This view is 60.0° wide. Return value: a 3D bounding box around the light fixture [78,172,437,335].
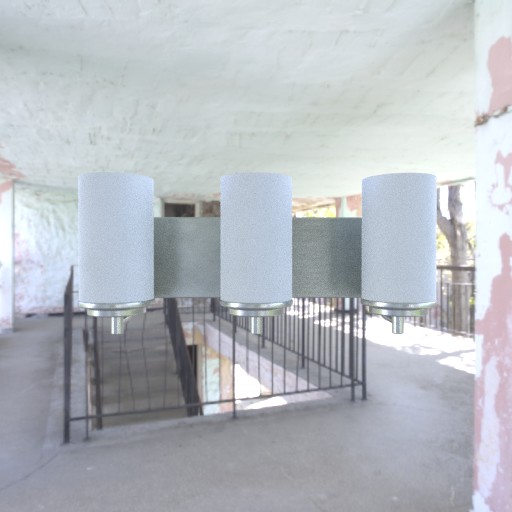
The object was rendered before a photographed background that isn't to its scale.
[{"bbox_3d":[0.000,0.000,0.524,0.451,0.172,0.145,0,1,-1],"label":"light fixture"}]
